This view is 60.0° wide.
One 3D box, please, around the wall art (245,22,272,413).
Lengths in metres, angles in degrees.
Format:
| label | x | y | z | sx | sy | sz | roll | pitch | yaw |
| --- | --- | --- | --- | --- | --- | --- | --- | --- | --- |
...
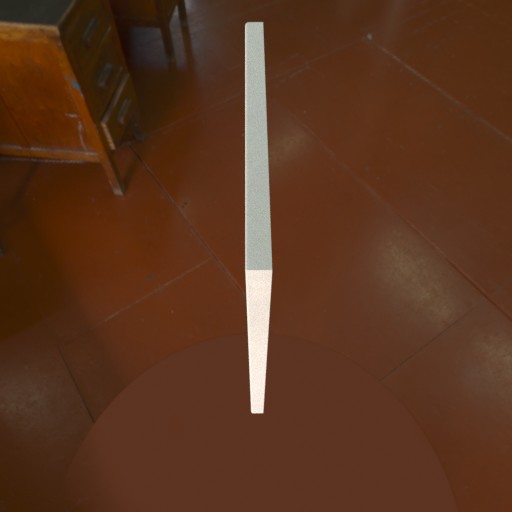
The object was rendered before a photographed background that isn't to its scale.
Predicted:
| label | x | y | z | sx | sy | sz | roll | pitch | yaw |
| --- | --- | --- | --- | --- | --- | --- | --- | --- | --- |
| wall art | 0.000 | 0.000 | 1.173 | 0.038 | 0.912 | 0.607 | -1 | 58 | 0 |
